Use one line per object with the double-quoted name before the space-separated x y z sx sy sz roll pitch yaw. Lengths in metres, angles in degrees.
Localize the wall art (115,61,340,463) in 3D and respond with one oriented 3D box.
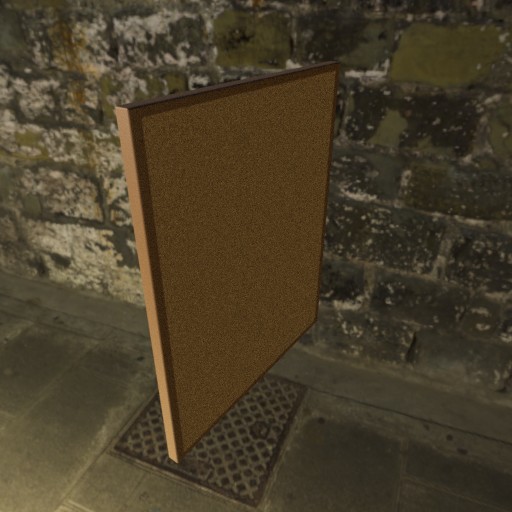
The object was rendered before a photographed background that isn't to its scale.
"wall art" 0.000 0.000 0.730 0.021 0.550 0.449 20 36 31
